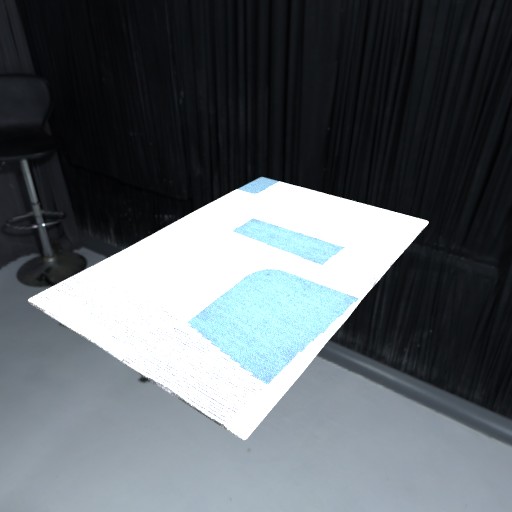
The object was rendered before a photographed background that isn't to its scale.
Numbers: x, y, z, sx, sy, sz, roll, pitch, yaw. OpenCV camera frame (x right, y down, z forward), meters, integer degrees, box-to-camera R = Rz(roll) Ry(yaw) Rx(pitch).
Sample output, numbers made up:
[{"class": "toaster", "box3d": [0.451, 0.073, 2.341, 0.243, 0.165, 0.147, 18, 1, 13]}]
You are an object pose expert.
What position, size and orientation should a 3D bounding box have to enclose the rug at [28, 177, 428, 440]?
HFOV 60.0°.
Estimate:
[{"class": "rug", "box3d": [0.000, 0.000, 2.342, 1.238, 0.020, 1.847, 21, 37, 30]}]
